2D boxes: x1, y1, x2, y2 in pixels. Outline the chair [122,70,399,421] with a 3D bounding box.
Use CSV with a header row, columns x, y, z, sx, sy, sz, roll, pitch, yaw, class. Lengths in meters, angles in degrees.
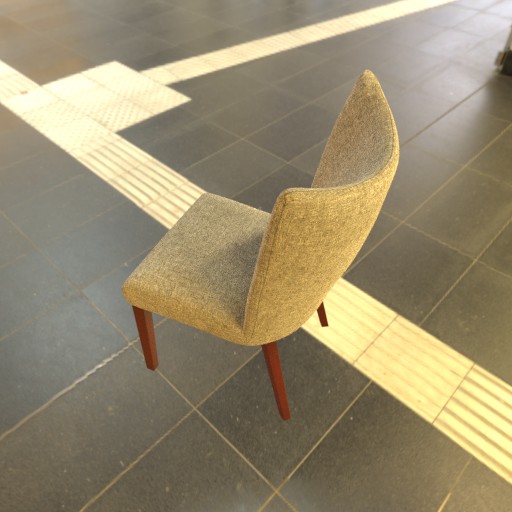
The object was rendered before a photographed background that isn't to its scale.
x,y,z,sx,sy,sz,roll,pitch,yaw,class
0.000,0.000,1.261,0.623,0.924,0.535,18,48,17,chair
